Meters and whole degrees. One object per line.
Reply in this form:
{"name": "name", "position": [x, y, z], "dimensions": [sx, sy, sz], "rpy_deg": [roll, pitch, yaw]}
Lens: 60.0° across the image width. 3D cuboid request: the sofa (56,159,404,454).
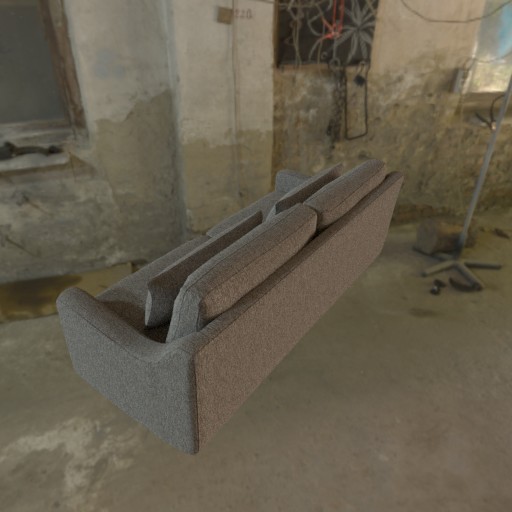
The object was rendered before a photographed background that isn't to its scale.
{"name": "sofa", "position": [0.000, 0.000, 3.033], "dimensions": [1.103, 0.998, 2.418], "rpy_deg": [21, 38, 30]}
